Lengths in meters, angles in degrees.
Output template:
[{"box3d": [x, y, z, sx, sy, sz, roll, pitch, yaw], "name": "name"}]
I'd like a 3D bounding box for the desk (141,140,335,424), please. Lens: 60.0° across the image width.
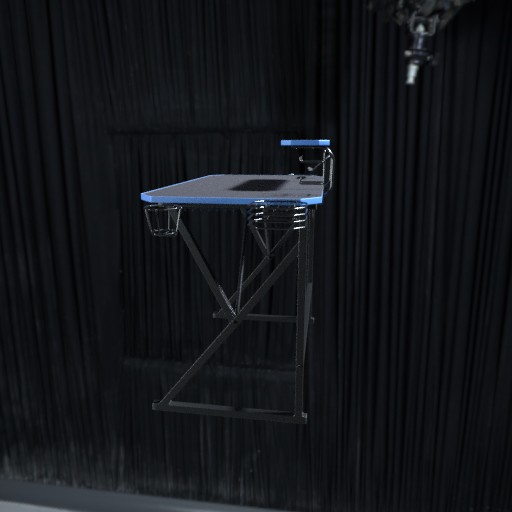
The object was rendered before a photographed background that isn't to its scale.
[{"box3d": [0.000, 0.000, 1.810, 0.594, 0.909, 1.295, 2, 14, 9], "name": "desk"}]
